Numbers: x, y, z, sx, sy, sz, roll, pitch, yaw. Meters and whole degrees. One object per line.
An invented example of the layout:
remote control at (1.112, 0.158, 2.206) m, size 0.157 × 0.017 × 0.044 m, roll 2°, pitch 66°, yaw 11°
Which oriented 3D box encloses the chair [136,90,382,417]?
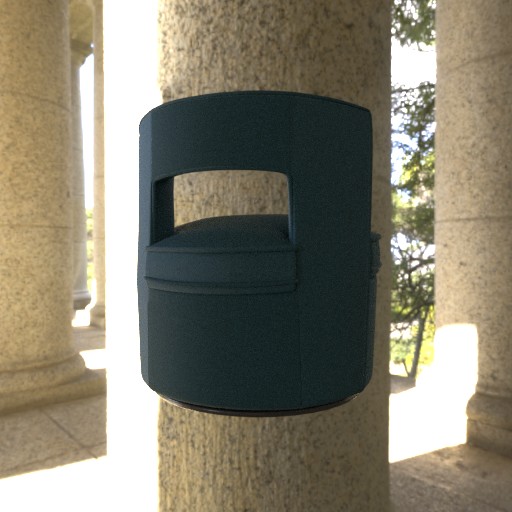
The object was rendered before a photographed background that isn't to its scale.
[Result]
chair at (0.000, 0.000, 1.251) m, size 0.684 × 0.711 × 0.660 m, roll 0°, pitch 1°, yaw 19°
